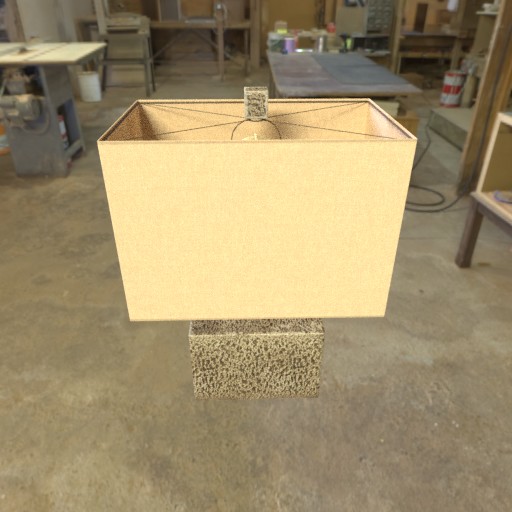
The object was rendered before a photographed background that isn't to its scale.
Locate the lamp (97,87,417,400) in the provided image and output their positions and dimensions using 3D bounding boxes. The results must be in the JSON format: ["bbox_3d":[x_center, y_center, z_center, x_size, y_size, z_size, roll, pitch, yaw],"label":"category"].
[{"bbox_3d":[0.000,0.000,0.574,0.294,0.411,0.180,-1,31,-1],"label":"lamp"}]
